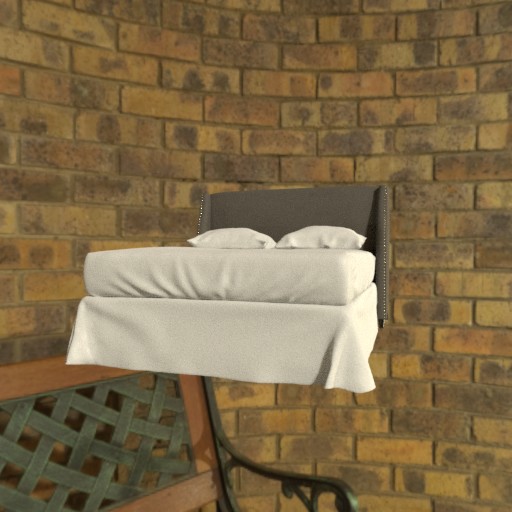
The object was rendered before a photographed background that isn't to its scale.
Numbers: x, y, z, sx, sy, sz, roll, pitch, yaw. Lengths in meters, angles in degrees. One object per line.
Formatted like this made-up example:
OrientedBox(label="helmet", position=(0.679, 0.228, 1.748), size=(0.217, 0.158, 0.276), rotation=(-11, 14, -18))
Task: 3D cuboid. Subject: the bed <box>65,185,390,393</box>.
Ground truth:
OrientedBox(label="bed", position=(0.000, 0.000, 3.448), size=(1.925, 1.332, 2.276), rotation=(0, 1, 19))
